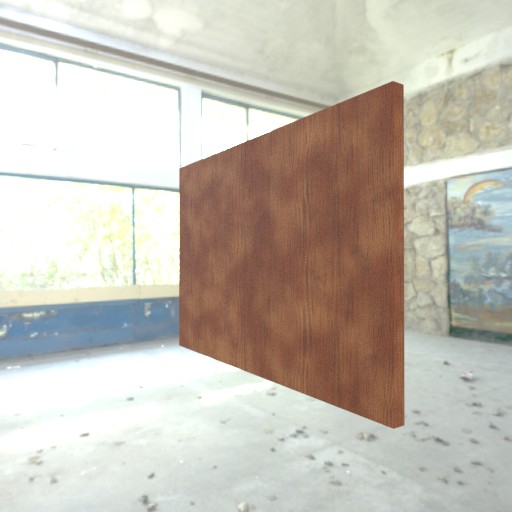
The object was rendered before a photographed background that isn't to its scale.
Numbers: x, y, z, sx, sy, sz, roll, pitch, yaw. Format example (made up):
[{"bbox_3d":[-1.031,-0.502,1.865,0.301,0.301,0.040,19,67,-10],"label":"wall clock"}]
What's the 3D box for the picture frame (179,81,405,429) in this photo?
[{"bbox_3d":[0.000,0.000,1.217,0.029,0.640,0.950,0,-1,-34],"label":"picture frame"}]
